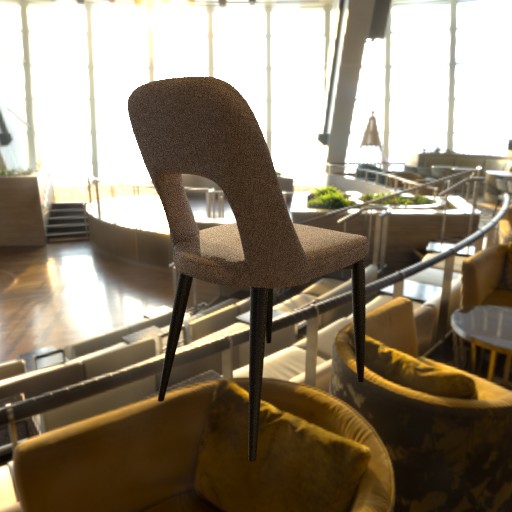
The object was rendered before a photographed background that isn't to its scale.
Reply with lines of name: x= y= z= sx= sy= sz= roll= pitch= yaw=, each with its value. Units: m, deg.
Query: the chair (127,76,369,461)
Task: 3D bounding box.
chair: x=0.000 y=0.000 z=1.301 sx=0.470 sy=0.931 sz=0.612 roll=14 pitch=21 yaw=41
